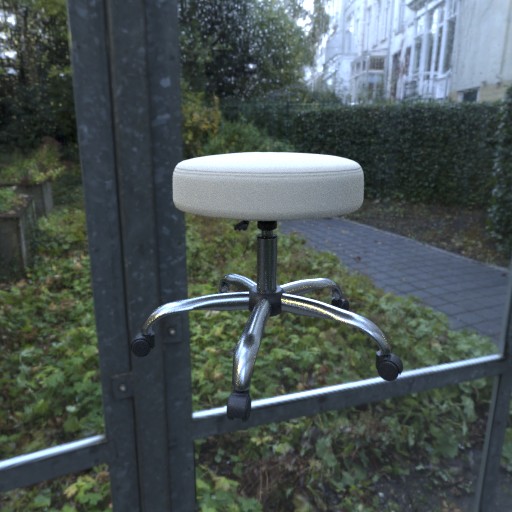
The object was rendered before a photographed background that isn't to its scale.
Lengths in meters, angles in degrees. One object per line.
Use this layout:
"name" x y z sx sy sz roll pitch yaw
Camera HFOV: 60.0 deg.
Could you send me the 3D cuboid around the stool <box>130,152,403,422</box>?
"stool" 0.000 0.000 1.062 0.614 0.482 0.634 -2 15 -7
